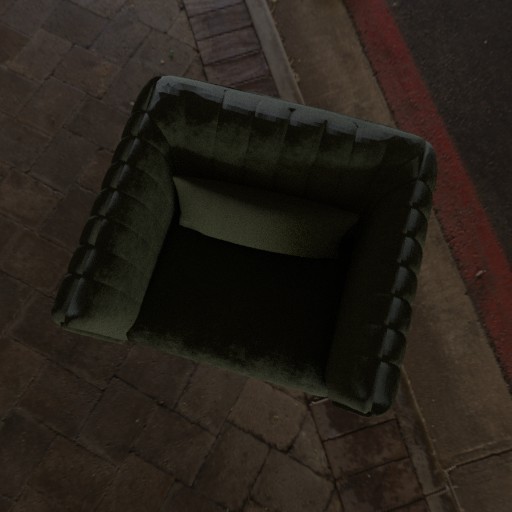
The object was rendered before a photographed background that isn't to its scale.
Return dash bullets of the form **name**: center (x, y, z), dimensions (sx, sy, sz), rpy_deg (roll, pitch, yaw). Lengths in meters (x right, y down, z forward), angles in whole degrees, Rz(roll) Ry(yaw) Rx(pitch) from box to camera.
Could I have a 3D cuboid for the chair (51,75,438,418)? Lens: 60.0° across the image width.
- **chair**: center (0.000, 0.000, 1.637), dimensions (1.032, 0.794, 0.877), rpy_deg (15, 75, 4)
